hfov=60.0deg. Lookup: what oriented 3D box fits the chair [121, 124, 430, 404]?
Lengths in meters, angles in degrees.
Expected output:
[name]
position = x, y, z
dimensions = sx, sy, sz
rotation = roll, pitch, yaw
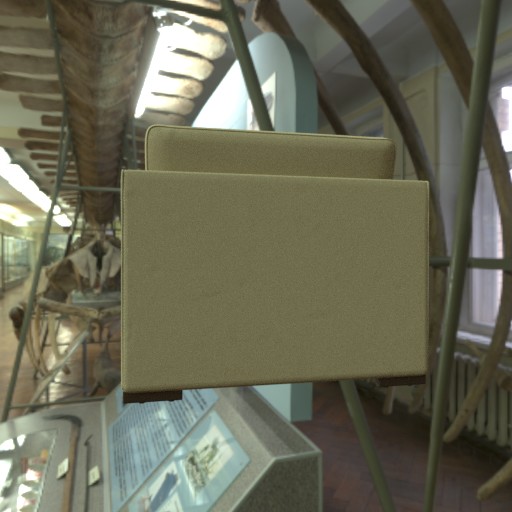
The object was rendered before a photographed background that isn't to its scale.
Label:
[chair]
position = 0.000, 0.000, 2.150
dimensions = 1.293, 1.005, 1.274
rotation = 0, 0, -19
